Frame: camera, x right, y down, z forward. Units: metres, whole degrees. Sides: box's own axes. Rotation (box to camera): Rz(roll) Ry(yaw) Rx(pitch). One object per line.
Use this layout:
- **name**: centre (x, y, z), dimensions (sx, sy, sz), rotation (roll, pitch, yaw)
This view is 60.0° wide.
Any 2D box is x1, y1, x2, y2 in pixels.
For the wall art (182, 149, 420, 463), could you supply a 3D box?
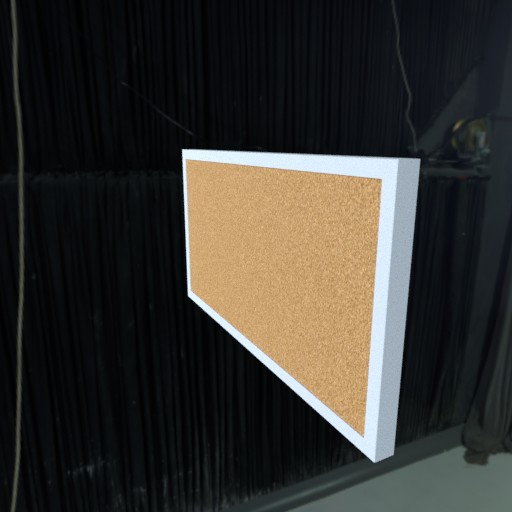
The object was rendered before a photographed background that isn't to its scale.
- **wall art**: centre (0.000, 0.000, 0.946), dimensions (0.038, 0.431, 0.812), rotation (-7, 16, -27)
